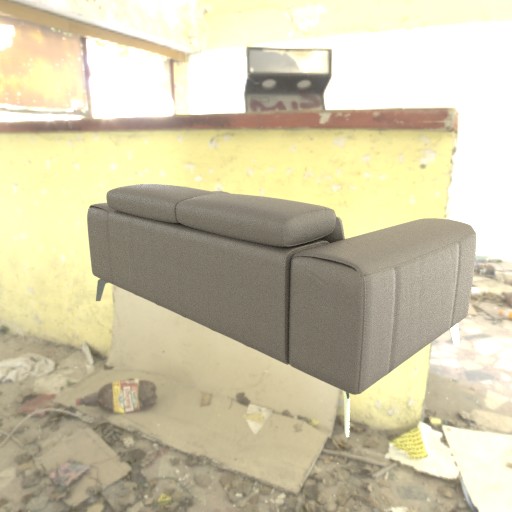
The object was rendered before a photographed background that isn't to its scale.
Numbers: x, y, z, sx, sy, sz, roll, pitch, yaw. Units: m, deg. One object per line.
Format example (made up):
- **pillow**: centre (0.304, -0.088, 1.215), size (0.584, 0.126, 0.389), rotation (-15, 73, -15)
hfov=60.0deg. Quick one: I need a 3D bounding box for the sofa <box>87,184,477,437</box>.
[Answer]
- **sofa**: centre (0.000, 0.000, 2.408), size (1.930, 0.753, 1.024), rotation (14, 21, 43)
